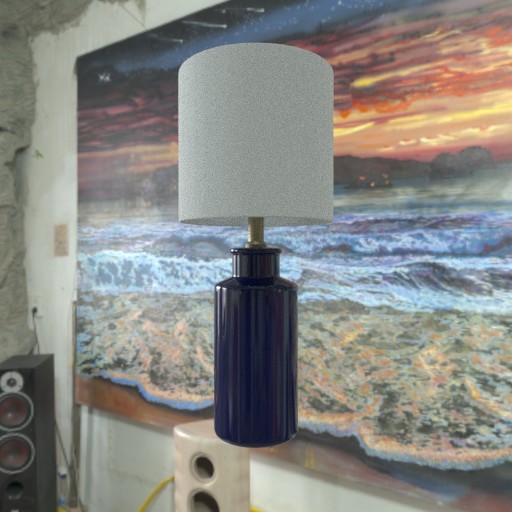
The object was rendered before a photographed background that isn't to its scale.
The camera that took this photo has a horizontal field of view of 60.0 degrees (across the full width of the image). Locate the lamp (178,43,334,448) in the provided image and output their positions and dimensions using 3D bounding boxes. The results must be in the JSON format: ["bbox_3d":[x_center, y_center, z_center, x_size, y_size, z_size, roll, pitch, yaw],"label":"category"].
[{"bbox_3d":[0.000,0.000,0.618,0.212,0.493,0.212,0,1,0],"label":"lamp"}]
